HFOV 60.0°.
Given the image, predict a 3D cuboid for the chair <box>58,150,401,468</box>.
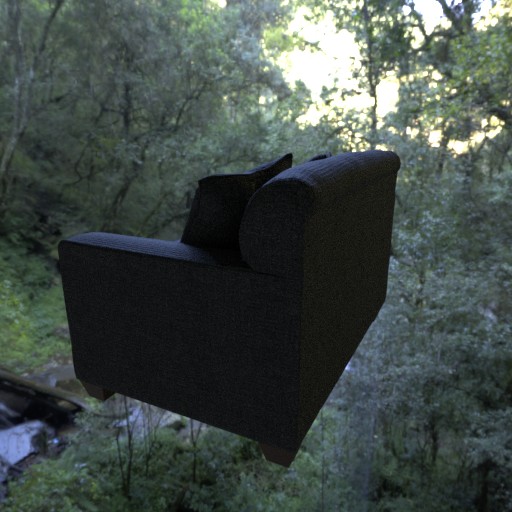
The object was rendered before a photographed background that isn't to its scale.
[{"bbox_3d":[0.000,0.000,2.021,1.000,0.948,1.383,8,18,26],"label":"chair"}]
